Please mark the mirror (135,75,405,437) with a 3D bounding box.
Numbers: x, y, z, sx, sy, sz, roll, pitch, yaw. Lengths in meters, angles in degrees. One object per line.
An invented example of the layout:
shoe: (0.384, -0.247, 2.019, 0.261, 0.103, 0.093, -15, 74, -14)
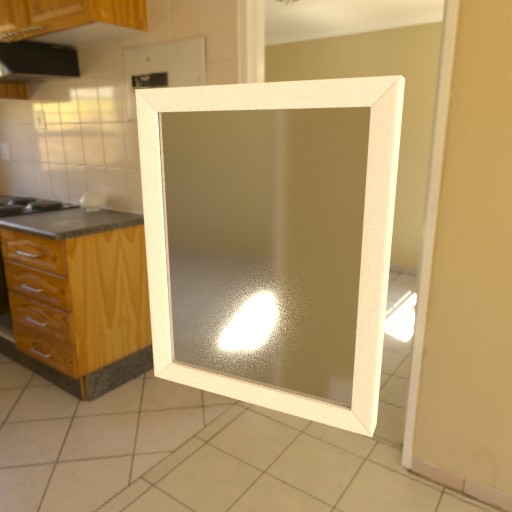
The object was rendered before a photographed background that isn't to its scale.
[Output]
mirror: (0.000, 0.000, 0.701, 0.405, 0.508, 0.041, 7, 17, 25)
